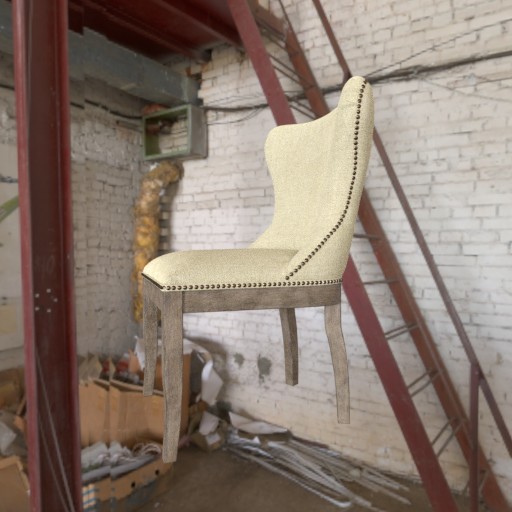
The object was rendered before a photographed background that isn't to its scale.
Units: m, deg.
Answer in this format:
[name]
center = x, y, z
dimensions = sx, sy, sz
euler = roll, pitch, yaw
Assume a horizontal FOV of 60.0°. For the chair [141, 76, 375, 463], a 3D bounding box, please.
[chair]
center = 0.000, 0.000, 1.440
dimensions = 0.681, 1.002, 0.654
euler = -1, 2, -20
